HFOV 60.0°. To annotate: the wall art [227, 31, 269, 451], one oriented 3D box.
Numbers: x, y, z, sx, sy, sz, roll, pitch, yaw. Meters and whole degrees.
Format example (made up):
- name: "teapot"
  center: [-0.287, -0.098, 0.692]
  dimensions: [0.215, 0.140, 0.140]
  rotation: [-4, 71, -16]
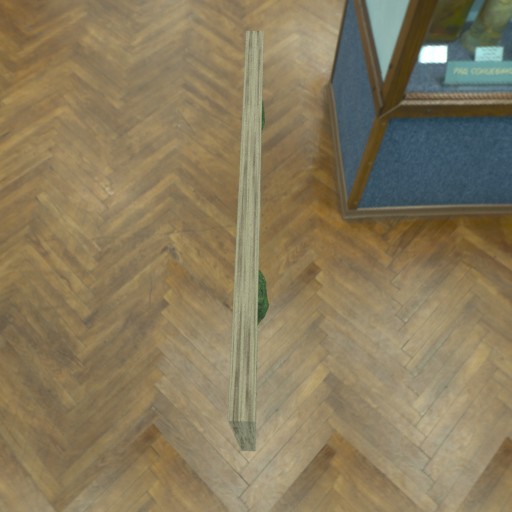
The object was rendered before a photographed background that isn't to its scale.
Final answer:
- name: "wall art"
  center: [0.000, 0.000, 1.089]
  dimensions: [0.063, 0.609, 0.841]
  rotation: [1, 63, 1]
